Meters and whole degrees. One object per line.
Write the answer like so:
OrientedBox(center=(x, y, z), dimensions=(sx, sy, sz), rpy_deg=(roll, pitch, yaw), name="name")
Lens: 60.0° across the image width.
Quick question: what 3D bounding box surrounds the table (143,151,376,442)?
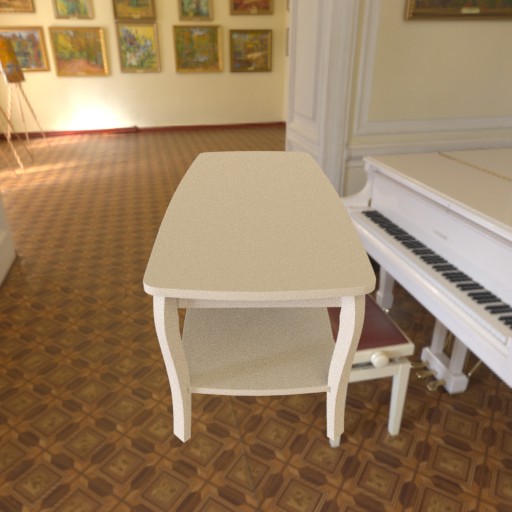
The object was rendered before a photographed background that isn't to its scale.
OrientedBox(center=(0.000, 0.000, 1.623), dimensions=(0.561, 0.474, 1.334), rpy_deg=(0, 26, -1), name="table")
